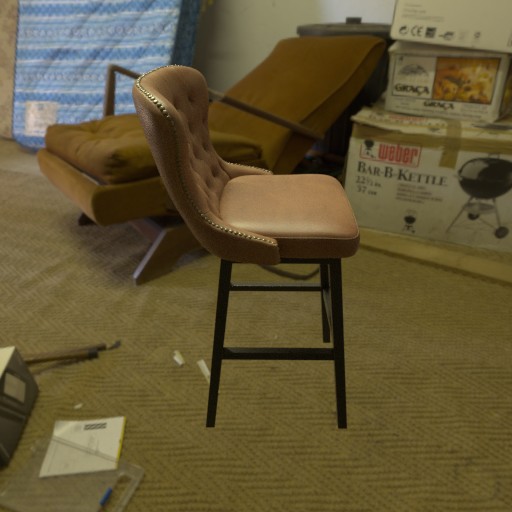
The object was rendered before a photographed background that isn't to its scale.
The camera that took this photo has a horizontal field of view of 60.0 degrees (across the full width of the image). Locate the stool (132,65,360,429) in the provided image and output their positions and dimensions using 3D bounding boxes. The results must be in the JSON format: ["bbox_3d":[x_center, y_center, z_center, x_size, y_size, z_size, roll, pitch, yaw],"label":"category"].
[{"bbox_3d":[0.000,0.000,1.371,0.601,1.050,0.528,0,31,1],"label":"stool"}]
